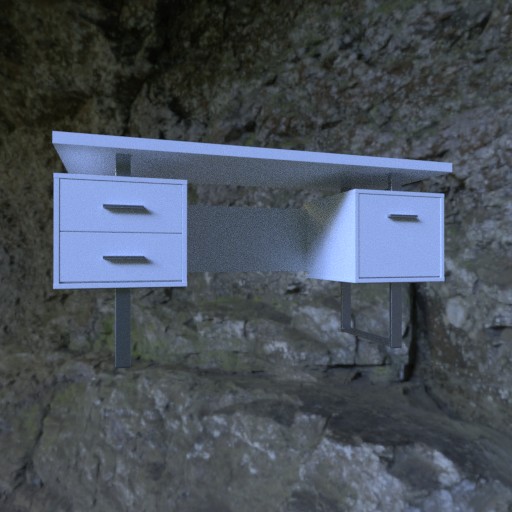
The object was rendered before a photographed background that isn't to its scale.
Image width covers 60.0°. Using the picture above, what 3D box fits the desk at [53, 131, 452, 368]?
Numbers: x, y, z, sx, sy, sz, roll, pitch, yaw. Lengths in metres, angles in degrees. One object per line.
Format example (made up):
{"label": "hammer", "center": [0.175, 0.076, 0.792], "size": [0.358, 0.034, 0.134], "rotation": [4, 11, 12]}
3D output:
{"label": "desk", "center": [0.000, 0.000, 1.899], "size": [1.530, 0.773, 0.603], "rotation": [0, 0, -18]}
